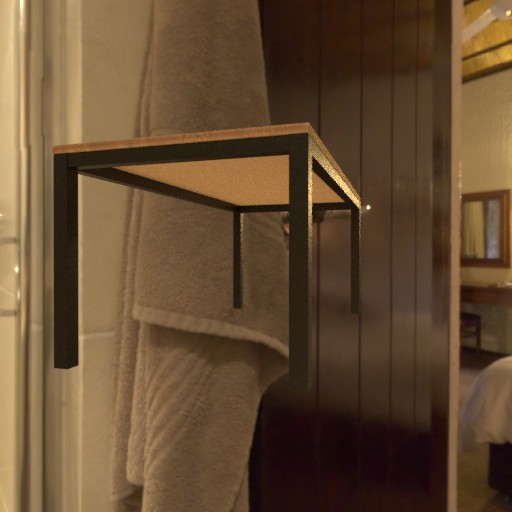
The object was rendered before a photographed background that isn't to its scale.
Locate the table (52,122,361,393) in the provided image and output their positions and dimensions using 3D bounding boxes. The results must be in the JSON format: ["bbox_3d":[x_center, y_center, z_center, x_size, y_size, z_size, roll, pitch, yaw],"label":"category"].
[{"bbox_3d":[0.000,0.000,2.251,0.893,0.767,1.805,0,0,18],"label":"table"}]
